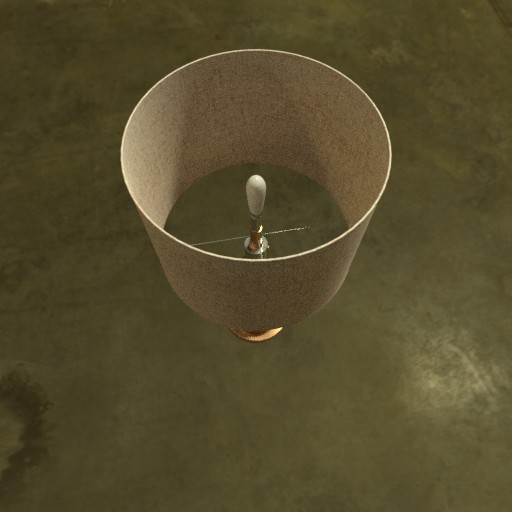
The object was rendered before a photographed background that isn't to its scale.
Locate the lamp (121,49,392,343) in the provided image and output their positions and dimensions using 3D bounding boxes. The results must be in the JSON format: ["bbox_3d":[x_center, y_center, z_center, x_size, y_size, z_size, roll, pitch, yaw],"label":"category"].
[{"bbox_3d":[0.000,0.000,0.802,0.321,0.610,0.321,34,68,16],"label":"lamp"}]
